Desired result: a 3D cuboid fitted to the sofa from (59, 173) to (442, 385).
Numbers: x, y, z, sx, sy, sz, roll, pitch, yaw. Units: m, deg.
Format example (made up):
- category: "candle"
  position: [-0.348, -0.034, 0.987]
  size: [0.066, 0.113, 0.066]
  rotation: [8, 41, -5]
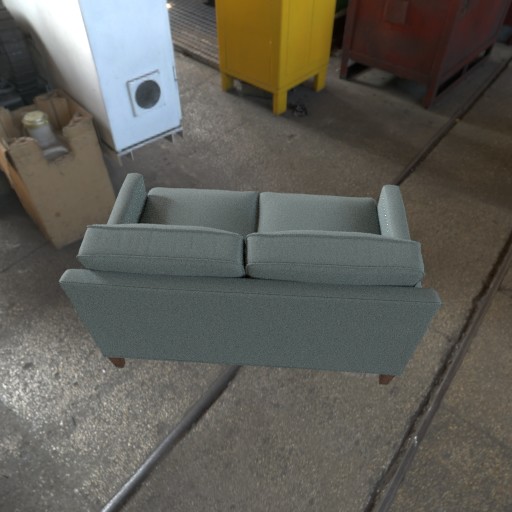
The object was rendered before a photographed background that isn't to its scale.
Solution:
- category: "sofa"
  position: [0.000, 0.000, 2.338]
  size: [1.597, 1.003, 1.084]
  rotation: [3, 47, 3]
